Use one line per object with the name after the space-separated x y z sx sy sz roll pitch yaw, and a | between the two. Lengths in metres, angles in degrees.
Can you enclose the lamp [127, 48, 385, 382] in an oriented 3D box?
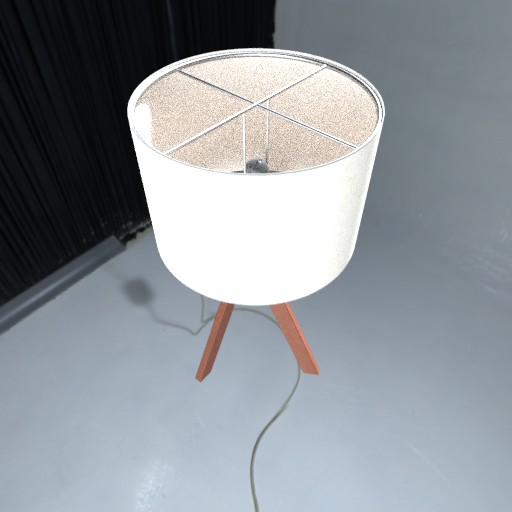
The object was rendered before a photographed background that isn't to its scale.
0.000 0.000 0.916 0.380 0.686 0.380 33 55 27 | lamp
